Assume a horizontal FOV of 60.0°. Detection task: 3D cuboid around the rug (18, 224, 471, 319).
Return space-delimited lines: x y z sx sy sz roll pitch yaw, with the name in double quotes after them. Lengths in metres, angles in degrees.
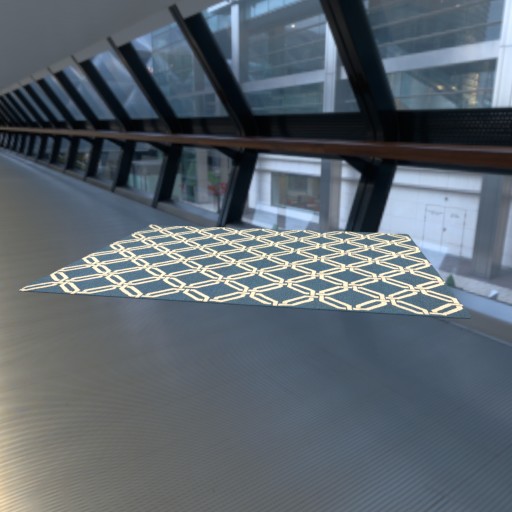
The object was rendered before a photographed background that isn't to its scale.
0.000 0.000 3.808 2.867 0.020 2.277 2 15 9 "rug"
